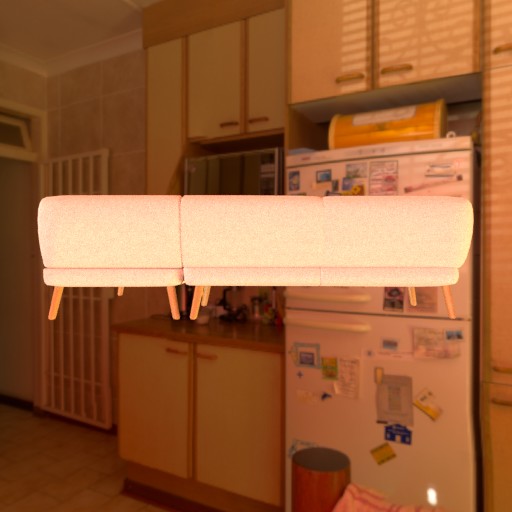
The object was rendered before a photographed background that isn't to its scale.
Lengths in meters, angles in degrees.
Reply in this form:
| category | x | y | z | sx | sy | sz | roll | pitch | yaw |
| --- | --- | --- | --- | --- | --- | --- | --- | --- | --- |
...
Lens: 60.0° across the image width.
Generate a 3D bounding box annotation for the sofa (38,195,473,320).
| category | x | y | z | sx | sy | sz | roll | pitch | yaw |
| --- | --- | --- | --- | --- | --- | --- | --- | --- | --- |
| sofa | 0.000 | 0.000 | 3.290 | 2.660 | 0.730 | 1.610 | 0 | 1 | -1 |
